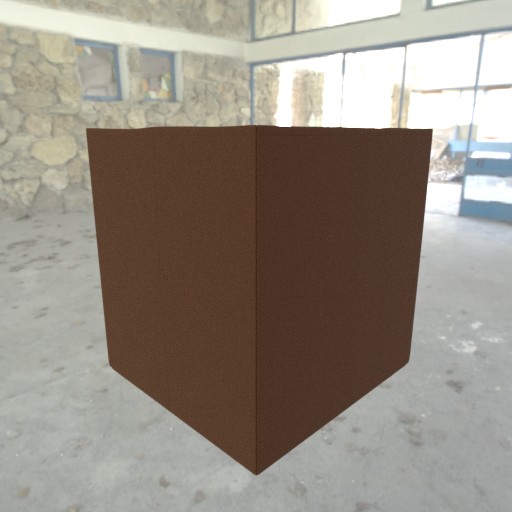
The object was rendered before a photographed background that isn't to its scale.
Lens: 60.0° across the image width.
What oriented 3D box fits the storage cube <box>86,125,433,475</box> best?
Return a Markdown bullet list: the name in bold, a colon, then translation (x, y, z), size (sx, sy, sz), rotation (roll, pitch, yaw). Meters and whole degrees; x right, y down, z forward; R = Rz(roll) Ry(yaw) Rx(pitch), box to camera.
- **storage cube**: translation (0.000, 0.000, 0.505), size (0.270, 0.280, 0.270), rotation (-15, 21, -43)
